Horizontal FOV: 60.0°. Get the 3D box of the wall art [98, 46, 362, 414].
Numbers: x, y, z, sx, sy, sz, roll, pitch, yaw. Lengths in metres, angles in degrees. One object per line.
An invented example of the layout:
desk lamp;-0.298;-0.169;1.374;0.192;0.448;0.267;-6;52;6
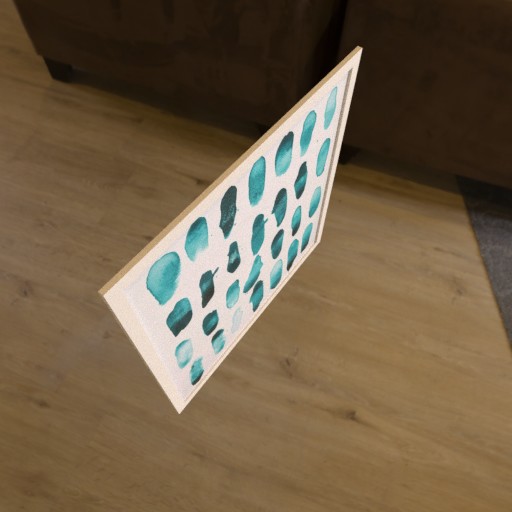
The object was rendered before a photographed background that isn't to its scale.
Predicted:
wall art;0.000;0.000;0.833;0.009;0.559;0.558;33;63;19
